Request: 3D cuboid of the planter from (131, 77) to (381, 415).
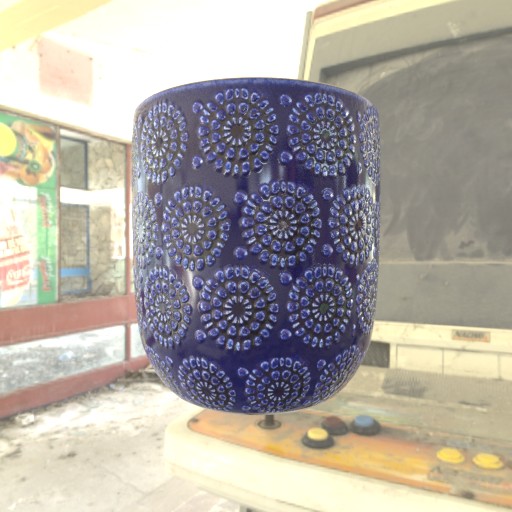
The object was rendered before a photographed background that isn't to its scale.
[{"bbox_3d":[0.000,0.000,0.341,0.184,0.206,0.184,0,1,0],"label":"planter"}]
